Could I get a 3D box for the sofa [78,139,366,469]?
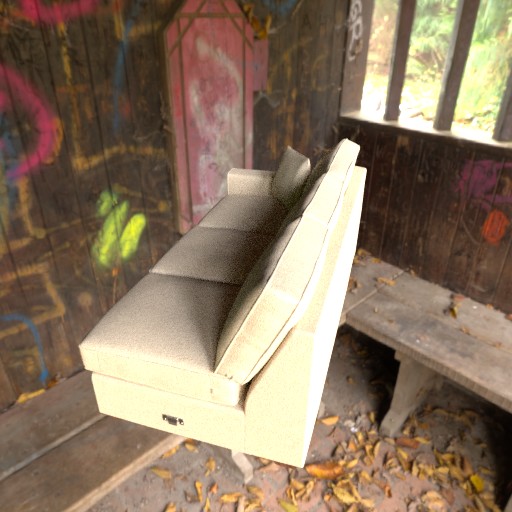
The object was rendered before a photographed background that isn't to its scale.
[{"bbox_3d":[0.000,0.000,2.558,1.034,0.946,1.962,9,31,15],"label":"sofa"}]
